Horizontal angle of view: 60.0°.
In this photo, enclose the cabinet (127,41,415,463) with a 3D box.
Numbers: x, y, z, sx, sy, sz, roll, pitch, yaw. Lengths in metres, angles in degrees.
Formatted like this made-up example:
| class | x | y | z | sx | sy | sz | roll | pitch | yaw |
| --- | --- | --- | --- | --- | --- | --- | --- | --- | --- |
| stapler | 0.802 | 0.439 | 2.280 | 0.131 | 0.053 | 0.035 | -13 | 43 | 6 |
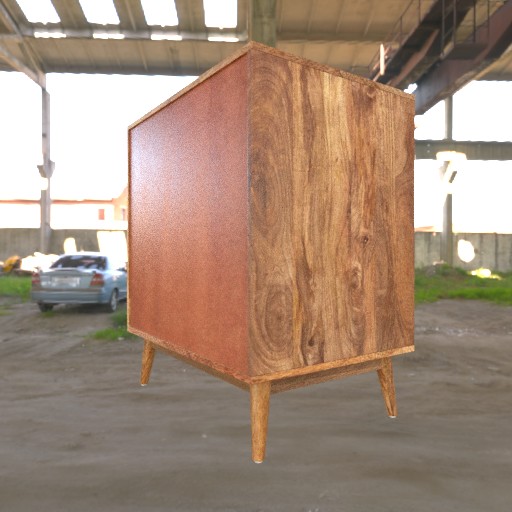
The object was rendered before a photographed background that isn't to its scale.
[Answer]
| class | x | y | z | sx | sy | sz | roll | pitch | yaw |
| --- | --- | --- | --- | --- | --- | --- | --- | --- | --- |
| cabinet | 0.000 | 0.000 | 1.174 | 0.473 | 0.758 | 0.647 | 0 | 1 | -35 |
